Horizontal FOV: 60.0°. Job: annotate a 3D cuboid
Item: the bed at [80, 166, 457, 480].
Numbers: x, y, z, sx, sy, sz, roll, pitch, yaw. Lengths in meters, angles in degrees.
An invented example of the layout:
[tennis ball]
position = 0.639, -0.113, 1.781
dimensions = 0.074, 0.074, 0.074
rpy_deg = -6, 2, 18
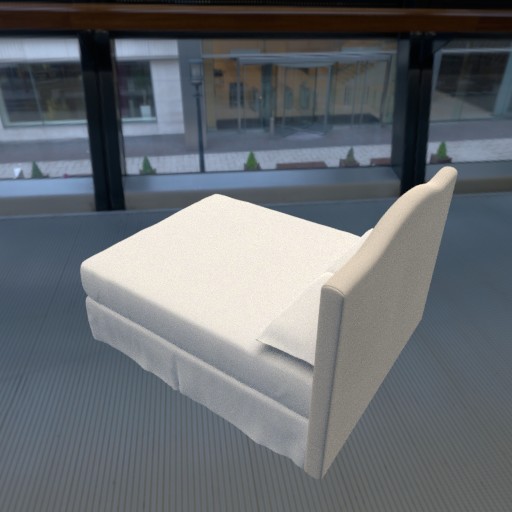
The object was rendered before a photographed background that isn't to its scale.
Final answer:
[bed]
position = 0.000, 0.000, 3.245
dimensions = 2.143, 1.460, 1.753
rpy_deg = 20, 37, 30
